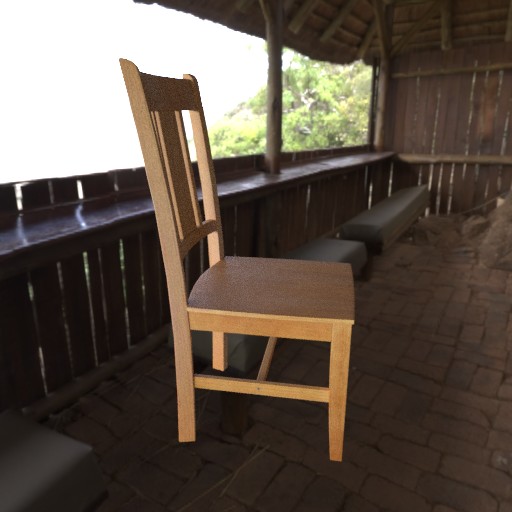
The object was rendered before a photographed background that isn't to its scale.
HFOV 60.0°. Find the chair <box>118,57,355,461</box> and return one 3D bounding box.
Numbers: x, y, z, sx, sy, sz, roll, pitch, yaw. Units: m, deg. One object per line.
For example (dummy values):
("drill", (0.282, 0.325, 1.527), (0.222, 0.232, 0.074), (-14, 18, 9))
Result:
("chair", (0.000, 0.000, 1.257), (0.556, 0.998, 0.450), (3, 19, 10))
